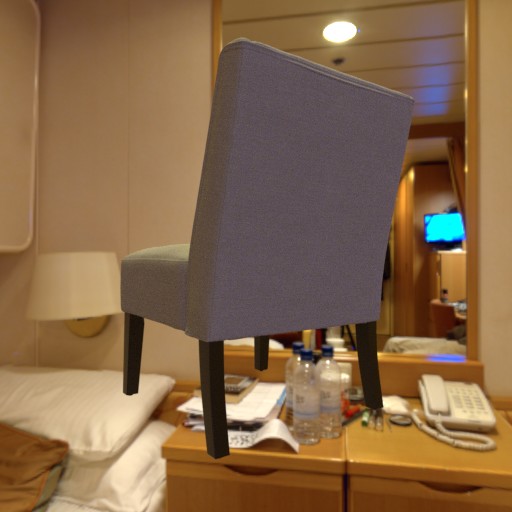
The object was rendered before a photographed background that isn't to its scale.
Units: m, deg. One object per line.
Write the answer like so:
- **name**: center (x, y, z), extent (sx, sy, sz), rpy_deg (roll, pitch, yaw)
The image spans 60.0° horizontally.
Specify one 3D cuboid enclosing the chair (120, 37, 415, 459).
- **chair**: center (0.000, 0.000, 1.261), extent (0.569, 0.853, 0.676), rpy_deg (0, 0, -36)
